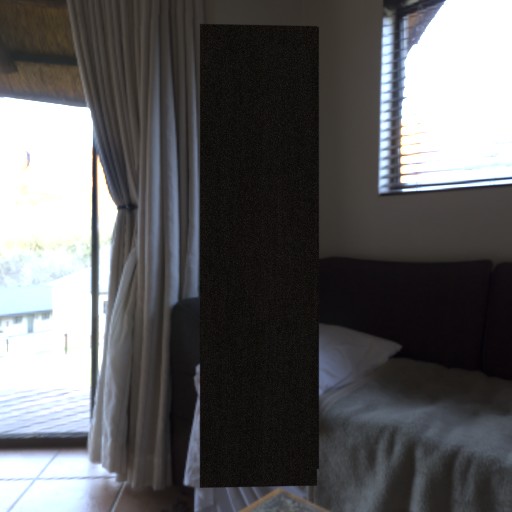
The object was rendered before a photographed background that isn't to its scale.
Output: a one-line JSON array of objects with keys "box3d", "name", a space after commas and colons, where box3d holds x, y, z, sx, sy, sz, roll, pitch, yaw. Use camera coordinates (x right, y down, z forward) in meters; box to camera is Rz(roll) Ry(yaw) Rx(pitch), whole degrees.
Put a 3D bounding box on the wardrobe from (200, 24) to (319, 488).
[{"box3d": [0.000, 0.000, 2.478, 0.510, 1.910, 1.290, 0, 0, -2], "name": "wardrobe"}]
